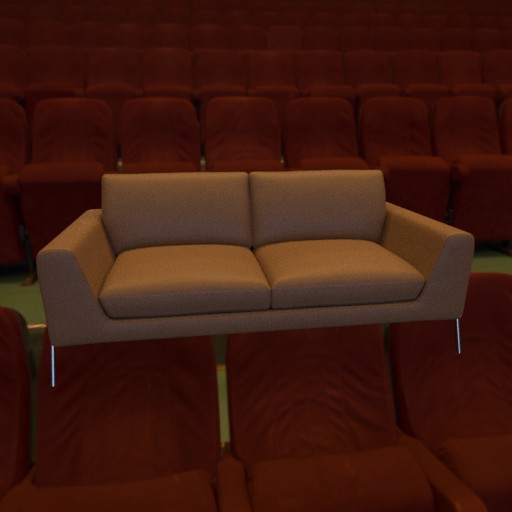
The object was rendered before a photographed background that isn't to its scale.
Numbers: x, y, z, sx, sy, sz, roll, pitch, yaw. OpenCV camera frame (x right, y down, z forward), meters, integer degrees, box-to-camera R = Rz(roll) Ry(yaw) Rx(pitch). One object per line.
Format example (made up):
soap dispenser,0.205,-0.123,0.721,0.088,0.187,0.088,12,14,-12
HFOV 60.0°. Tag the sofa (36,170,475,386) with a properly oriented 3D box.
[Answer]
sofa,0.000,0.000,2.464,2.017,0.875,0.953,-2,17,-8
